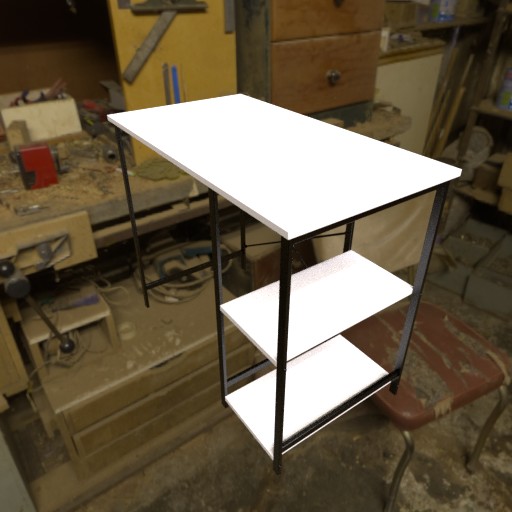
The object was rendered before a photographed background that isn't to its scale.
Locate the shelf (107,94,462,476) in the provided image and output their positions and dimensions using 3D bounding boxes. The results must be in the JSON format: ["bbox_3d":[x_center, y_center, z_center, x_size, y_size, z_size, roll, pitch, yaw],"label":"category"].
[{"bbox_3d":[0.000,0.000,1.388,0.498,0.750,0.902,-21,38,-29],"label":"shelf"}]
